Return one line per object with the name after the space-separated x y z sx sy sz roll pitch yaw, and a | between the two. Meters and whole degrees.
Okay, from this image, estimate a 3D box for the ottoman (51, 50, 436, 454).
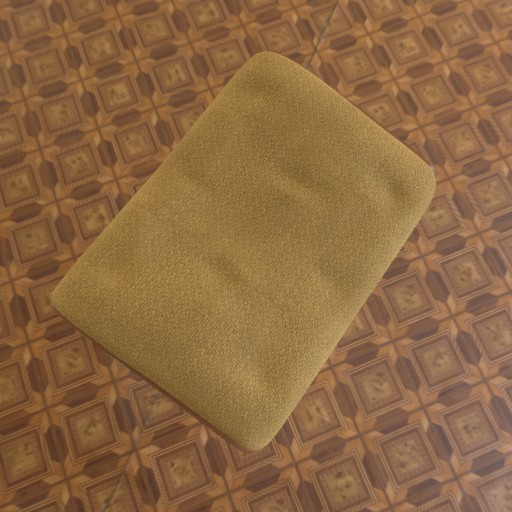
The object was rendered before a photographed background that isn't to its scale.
0.000 0.000 0.797 0.394 0.391 0.520 35 78 8 | ottoman
